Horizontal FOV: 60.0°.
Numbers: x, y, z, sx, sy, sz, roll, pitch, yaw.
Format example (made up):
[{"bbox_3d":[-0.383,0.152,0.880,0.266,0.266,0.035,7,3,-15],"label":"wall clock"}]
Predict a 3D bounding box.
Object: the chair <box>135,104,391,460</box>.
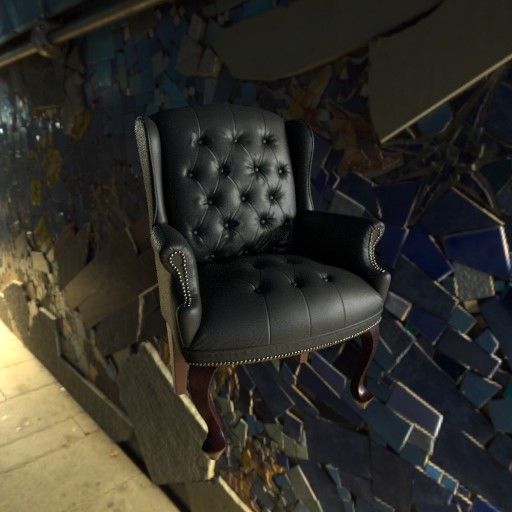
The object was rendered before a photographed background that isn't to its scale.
[{"bbox_3d":[0.000,0.000,1.657,0.838,1.111,0.762,-8,17,-26],"label":"chair"}]
